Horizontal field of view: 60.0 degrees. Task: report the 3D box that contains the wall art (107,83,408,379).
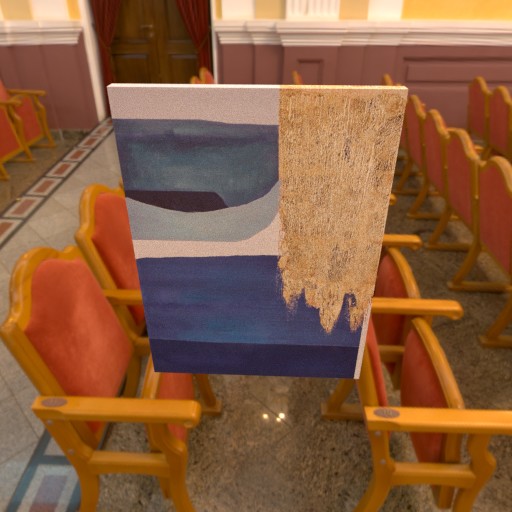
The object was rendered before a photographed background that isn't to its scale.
[{"bbox_3d":[0.000,0.000,0.843,0.458,0.613,0.026,1,31,2],"label":"wall art"}]
